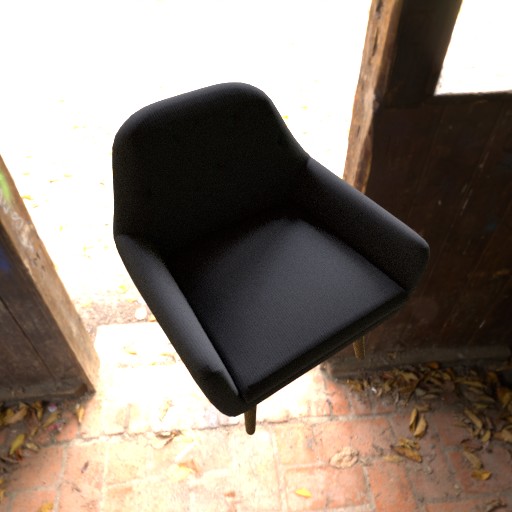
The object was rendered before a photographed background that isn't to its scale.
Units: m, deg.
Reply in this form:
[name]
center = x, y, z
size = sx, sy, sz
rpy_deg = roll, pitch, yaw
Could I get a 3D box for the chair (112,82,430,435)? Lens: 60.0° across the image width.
[chair]
center = 0.000, 0.000, 1.417
size = 0.770, 0.800, 0.779
rpy_deg = -26, 52, -23
